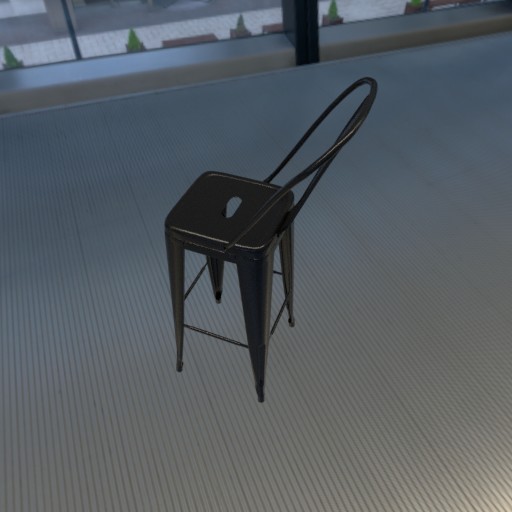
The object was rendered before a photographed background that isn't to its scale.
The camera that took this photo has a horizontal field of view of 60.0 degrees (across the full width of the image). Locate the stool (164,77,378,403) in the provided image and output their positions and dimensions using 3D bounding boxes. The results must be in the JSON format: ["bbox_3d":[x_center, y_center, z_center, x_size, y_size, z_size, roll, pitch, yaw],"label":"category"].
[{"bbox_3d":[0.000,0.000,1.357,0.513,1.096,0.399,16,48,15],"label":"stool"}]
